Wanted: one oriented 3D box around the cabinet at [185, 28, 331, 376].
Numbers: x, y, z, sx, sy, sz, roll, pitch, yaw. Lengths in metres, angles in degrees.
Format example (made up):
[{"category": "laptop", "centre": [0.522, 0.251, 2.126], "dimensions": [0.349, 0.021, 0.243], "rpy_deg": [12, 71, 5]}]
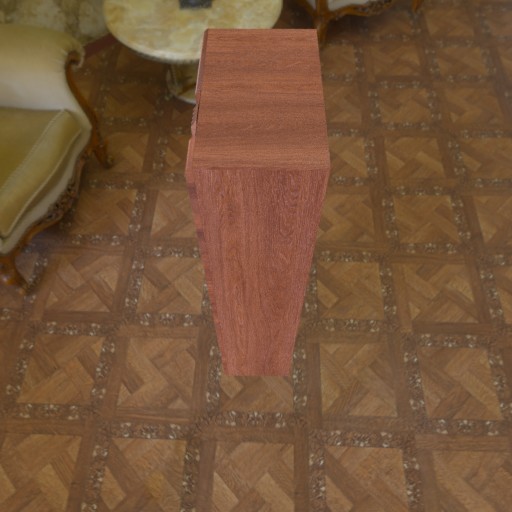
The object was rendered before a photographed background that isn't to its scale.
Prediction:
[{"category": "cabinet", "centre": [0.000, 0.000, 2.234], "dimensions": [0.420, 1.980, 0.660], "rpy_deg": [1, 58, 0]}]
